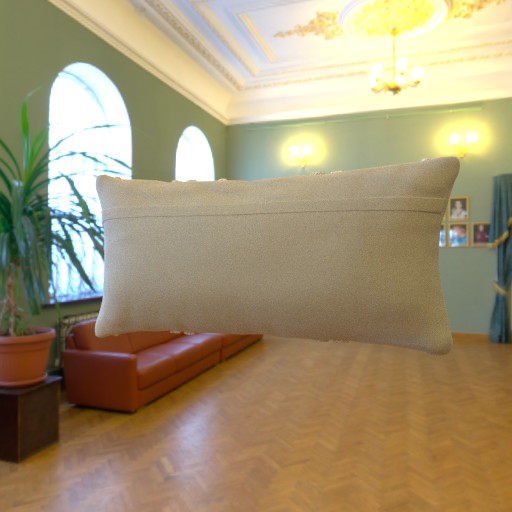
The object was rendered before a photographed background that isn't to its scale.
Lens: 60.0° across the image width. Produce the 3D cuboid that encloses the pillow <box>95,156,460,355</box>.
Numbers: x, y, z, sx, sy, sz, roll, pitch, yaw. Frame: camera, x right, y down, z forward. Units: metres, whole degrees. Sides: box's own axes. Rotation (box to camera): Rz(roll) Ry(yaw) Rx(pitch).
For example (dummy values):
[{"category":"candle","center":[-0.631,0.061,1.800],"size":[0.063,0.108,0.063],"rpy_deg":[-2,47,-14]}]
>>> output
[{"category":"pillow","center":[0.000,0.000,0.723],"size":[0.608,0.295,0.161],"rpy_deg":[0,0,17]}]
